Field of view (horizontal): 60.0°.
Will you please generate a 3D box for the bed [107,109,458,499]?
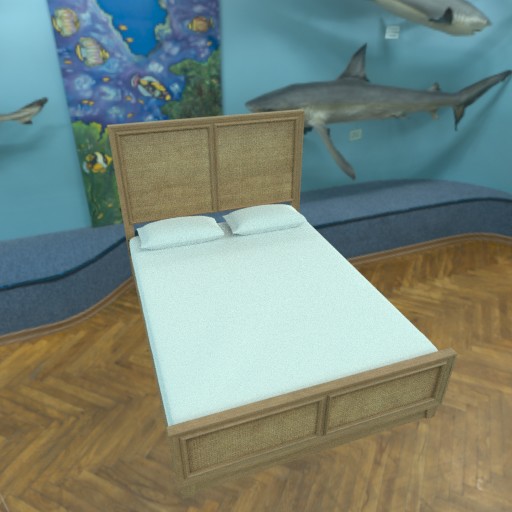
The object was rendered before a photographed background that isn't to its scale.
[{"bbox_3d":[0.000,0.000,3.028,1.606,1.387,2.184,-10,32,-17],"label":"bed"}]
